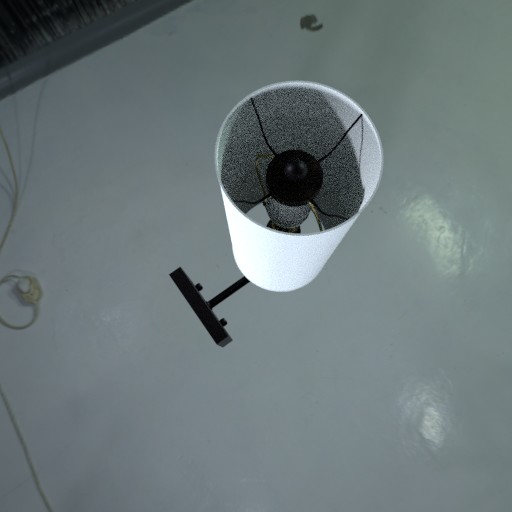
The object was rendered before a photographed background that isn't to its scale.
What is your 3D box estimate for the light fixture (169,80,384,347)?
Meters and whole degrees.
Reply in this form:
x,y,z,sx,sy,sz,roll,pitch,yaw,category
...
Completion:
x,y,z,sx,sy,sz,roll,pitch,yaw,category
0.000,0.000,0.555,0.208,0.462,0.128,-35,79,-8,light fixture
